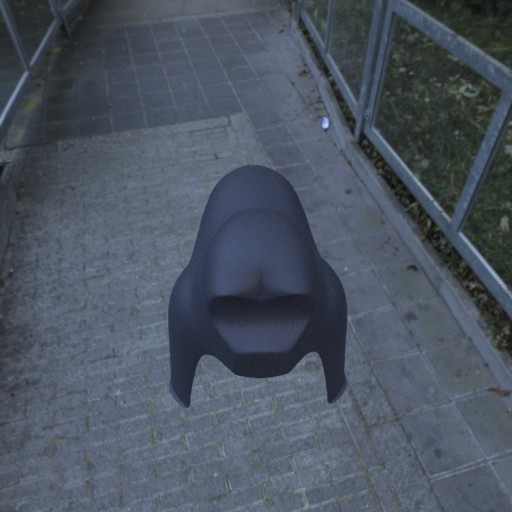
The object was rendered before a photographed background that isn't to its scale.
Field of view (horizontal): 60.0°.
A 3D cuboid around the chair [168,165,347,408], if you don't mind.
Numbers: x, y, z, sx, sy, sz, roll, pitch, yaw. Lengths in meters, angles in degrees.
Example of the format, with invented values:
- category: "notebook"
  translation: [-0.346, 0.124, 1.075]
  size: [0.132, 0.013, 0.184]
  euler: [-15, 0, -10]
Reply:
- category: "chair"
  translation: [0.000, 0.000, 1.144]
  size: [0.490, 0.600, 0.758]
  euler: [-1, 46, -1]
